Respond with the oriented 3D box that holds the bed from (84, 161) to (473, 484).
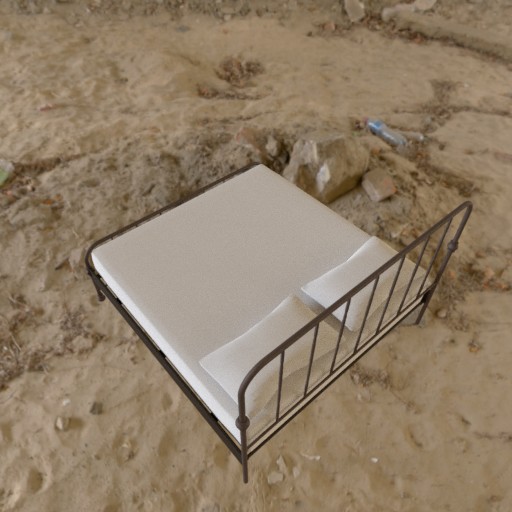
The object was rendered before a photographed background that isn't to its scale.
[{"bbox_3d":[0.000,0.000,3.460,2.044,1.446,2.134,-32,55,-27],"label":"bed"}]
